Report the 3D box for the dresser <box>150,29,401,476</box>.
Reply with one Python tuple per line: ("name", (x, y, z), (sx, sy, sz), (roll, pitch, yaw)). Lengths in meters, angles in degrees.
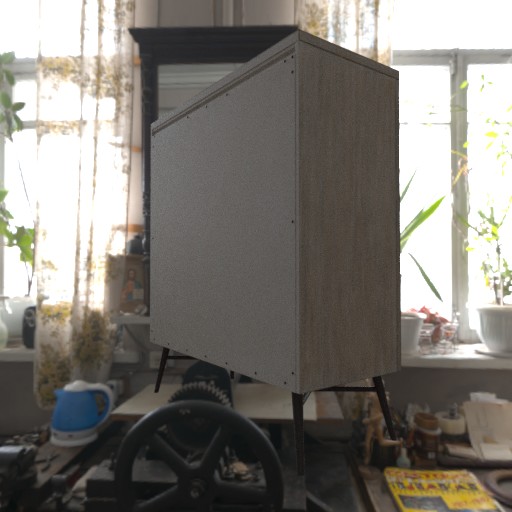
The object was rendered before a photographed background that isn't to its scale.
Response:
("dresser", (0.000, 0.000, 1.741), (0.457, 1.219, 1.016), (1, -1, -36))
